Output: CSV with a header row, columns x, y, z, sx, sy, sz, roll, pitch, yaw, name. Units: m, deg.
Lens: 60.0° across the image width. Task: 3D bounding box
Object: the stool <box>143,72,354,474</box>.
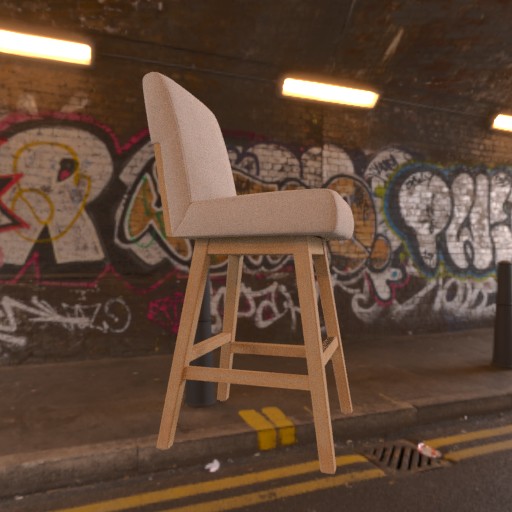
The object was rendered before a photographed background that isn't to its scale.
x,y,z,sx,sy,sz,roll,pitch,yaw,name
0.000,0.000,1.309,0.543,1.015,0.446,0,0,17,stool
